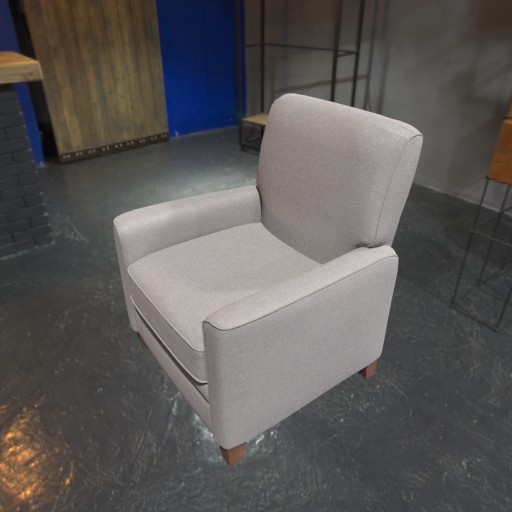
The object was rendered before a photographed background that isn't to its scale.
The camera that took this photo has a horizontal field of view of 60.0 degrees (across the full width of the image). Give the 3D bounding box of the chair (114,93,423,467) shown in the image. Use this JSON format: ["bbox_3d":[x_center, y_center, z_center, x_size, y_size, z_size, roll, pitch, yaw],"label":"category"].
[{"bbox_3d":[0.000,0.000,1.674,0.859,1.023,0.845,-21,37,-30],"label":"chair"}]
